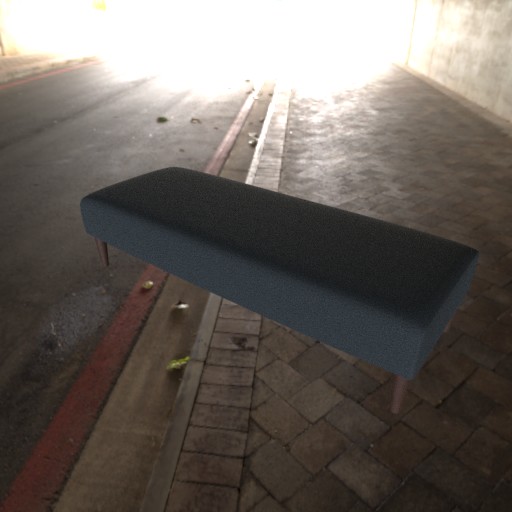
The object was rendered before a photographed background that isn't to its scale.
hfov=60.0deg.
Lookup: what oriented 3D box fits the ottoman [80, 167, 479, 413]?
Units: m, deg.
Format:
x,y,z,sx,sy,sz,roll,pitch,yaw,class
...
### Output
x,y,z,sx,sy,sz,roll,pitch,yaw,class
0.000,0.000,1.906,1.609,0.393,0.646,21,35,32,ottoman
